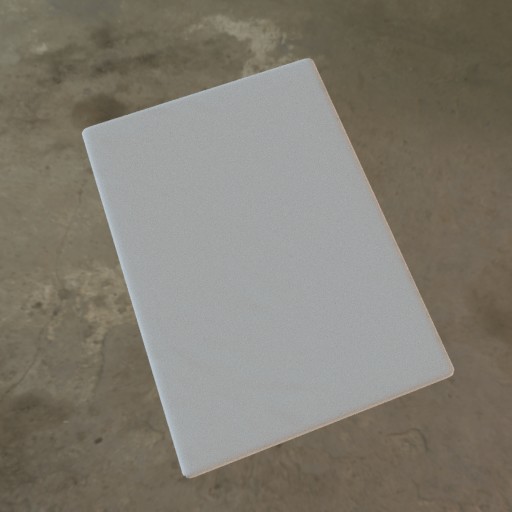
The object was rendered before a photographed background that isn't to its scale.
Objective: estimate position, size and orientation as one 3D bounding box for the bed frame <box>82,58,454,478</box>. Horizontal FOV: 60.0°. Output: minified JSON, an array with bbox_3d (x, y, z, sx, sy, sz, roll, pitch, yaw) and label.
[{"bbox_3d":[0.000,0.000,2.536,1.400,0.561,1.900,-19,77,-5],"label":"bed frame"}]
